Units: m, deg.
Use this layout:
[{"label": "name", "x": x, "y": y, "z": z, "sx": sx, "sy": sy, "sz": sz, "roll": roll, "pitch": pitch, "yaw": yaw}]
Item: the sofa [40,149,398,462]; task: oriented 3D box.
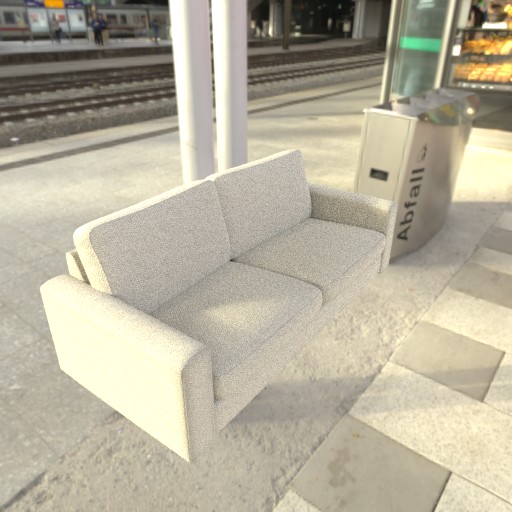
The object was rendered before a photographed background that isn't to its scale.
[{"label": "sofa", "x": 0.000, "y": 0.000, "z": 2.711, "sx": 1.016, "sy": 0.873, "sz": 2.179, "roll": 19, "pitch": 33, "yaw": 32}]
